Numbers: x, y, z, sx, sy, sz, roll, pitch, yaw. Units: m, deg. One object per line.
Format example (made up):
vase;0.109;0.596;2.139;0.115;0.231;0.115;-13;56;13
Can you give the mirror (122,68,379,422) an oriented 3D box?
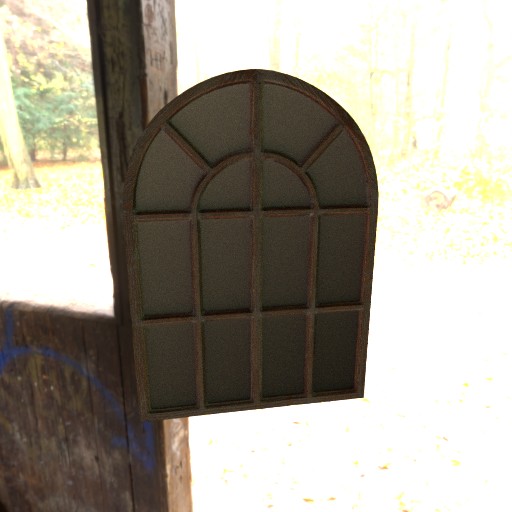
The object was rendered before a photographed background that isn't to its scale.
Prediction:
mirror;0.000;0.000;1.176;0.660;0.920;0.032;-3;16;-10
